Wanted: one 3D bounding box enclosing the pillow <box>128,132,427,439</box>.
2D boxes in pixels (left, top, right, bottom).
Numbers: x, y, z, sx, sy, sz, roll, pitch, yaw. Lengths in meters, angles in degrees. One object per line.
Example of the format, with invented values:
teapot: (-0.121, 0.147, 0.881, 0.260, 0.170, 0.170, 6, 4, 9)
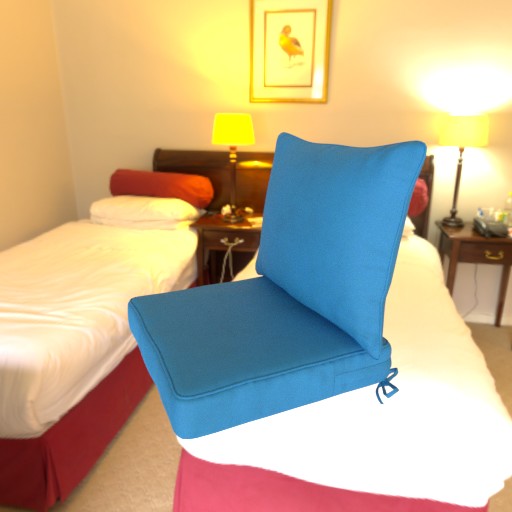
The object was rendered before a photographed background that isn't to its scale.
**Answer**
pillow: (0.000, 0.000, 1.395, 0.733, 0.725, 0.798, -8, 19, -24)
